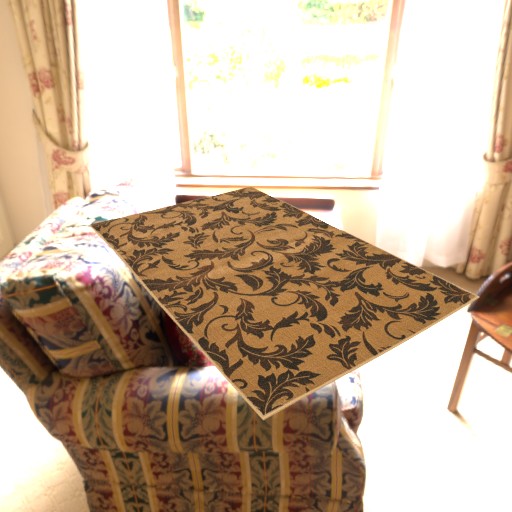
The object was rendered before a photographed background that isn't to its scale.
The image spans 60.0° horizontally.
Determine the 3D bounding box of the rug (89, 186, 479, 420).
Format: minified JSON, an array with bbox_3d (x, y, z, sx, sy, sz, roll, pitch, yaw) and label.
[{"bbox_3d":[0.000,0.000,2.944,1.522,0.008,2.284,-19,34,-31],"label":"rug"}]
